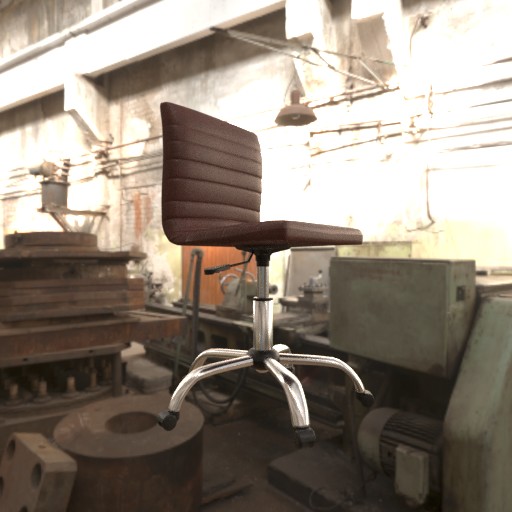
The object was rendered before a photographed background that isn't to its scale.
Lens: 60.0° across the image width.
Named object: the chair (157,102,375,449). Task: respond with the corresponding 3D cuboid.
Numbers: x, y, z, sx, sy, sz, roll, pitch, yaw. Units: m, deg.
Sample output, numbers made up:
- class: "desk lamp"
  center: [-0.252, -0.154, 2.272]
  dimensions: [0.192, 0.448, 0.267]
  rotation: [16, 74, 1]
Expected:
- class: "chair"
  center: [0.000, 0.000, 1.171]
  dimensions: [0.530, 0.780, 0.556]
  rotation: [0, 0, 37]
